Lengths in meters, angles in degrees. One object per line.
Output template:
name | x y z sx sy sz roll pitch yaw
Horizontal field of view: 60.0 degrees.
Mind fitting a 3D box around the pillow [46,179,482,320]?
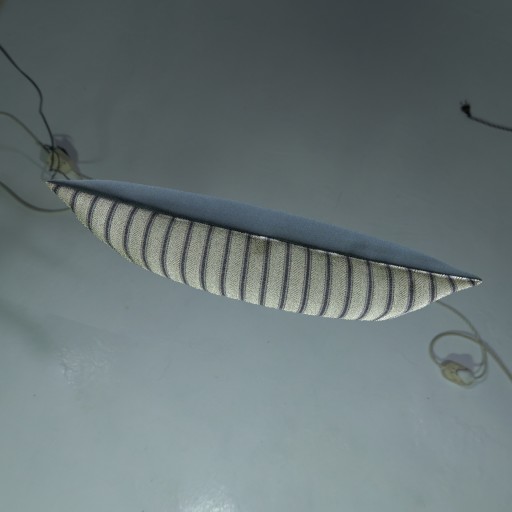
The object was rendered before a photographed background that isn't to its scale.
pillow | 0.000 0.000 0.740 0.609 0.305 0.151 13 75 4
